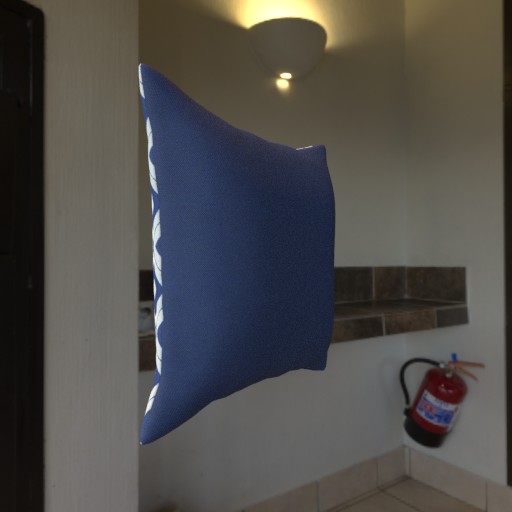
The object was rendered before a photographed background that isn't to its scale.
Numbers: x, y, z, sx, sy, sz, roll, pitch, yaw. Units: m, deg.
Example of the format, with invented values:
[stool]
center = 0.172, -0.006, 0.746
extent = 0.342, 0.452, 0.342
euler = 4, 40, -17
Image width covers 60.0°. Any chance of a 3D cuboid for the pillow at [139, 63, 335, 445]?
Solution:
[pillow]
center = 0.000, 0.000, 0.771
extent = 0.188, 0.494, 0.504
euler = 0, -1, 36
